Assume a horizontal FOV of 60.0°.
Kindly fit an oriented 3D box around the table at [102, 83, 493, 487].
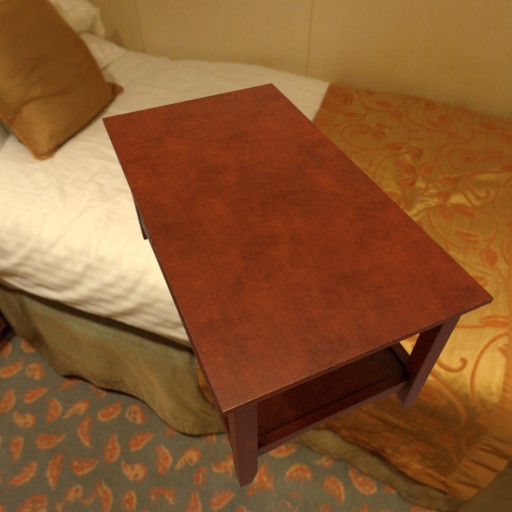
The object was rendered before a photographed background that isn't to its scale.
[{"bbox_3d":[0.000,0.000,1.194,0.533,0.456,0.943,-18,49,-16],"label":"table"}]
